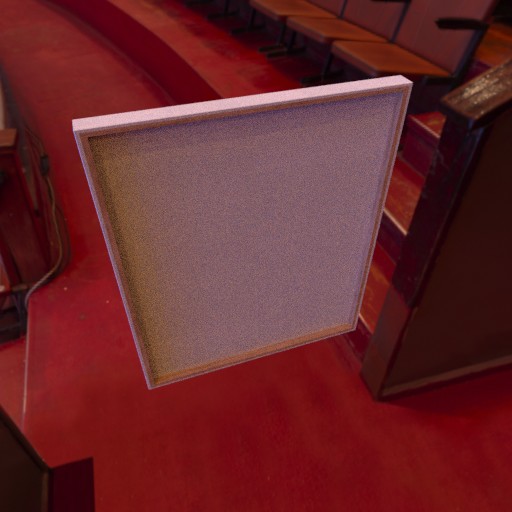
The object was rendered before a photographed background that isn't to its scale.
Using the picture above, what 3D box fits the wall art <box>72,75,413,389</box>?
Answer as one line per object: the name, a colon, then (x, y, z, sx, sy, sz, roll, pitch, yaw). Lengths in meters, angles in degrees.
wall art: (0.000, 0.000, 0.843, 0.508, 0.606, 0.037, -13, 43, -14)
